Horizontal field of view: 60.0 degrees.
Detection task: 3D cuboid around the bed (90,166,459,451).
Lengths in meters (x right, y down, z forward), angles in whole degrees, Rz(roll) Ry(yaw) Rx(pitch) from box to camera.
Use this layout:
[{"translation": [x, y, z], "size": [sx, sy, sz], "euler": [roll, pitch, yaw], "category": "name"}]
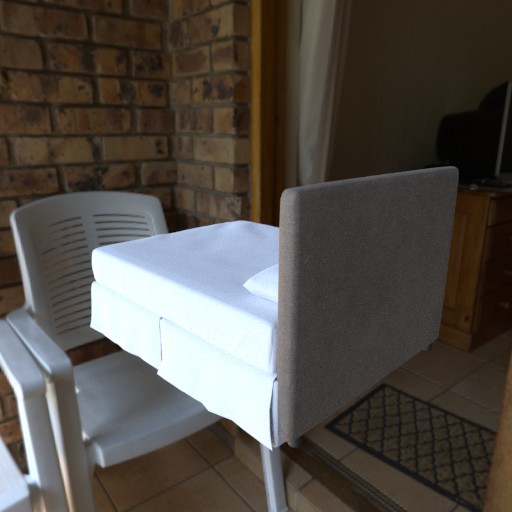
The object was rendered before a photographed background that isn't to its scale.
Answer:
[{"translation": [0.000, 0.000, 3.248], "size": [1.723, 1.330, 2.142], "euler": [-15, 22, -42], "category": "bed"}]
